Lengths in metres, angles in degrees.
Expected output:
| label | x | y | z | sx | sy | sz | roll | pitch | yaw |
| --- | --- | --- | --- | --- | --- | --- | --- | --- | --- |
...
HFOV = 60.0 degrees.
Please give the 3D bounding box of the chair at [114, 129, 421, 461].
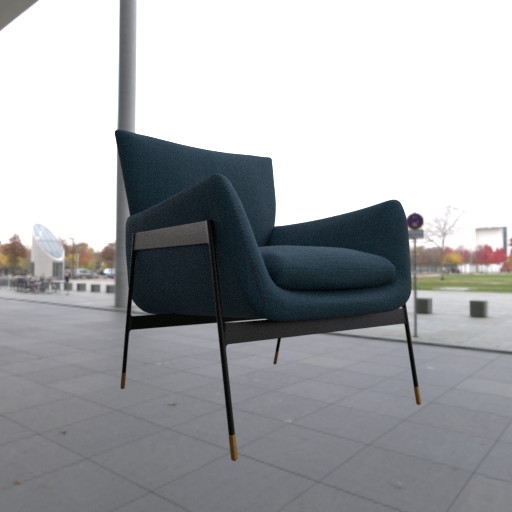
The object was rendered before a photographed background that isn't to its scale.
| label | x | y | z | sx | sy | sz | roll | pitch | yaw |
| --- | --- | --- | --- | --- | --- | --- | --- | --- | --- |
| chair | 0.000 | 0.000 | 1.388 | 0.678 | 0.859 | 0.769 | 1 | -2 | -36 |
